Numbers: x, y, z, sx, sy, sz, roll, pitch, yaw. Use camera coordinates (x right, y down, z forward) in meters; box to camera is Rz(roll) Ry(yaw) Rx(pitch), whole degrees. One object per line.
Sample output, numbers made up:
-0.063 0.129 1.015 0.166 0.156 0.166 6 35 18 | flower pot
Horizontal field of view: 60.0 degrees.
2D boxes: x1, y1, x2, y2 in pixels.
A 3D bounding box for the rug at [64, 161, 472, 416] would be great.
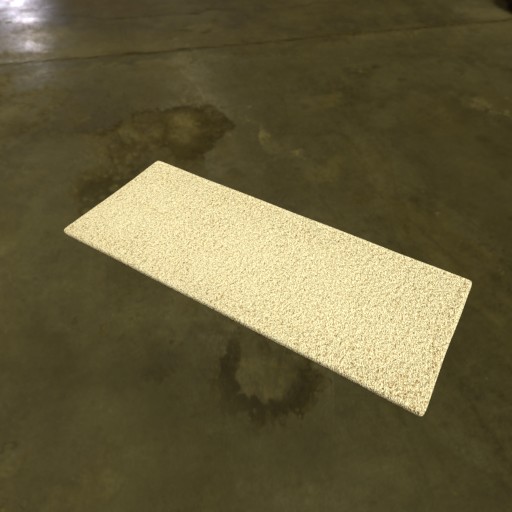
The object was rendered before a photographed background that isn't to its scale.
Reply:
0.000 0.000 1.755 1.524 0.030 0.609 24 50 22 | rug
